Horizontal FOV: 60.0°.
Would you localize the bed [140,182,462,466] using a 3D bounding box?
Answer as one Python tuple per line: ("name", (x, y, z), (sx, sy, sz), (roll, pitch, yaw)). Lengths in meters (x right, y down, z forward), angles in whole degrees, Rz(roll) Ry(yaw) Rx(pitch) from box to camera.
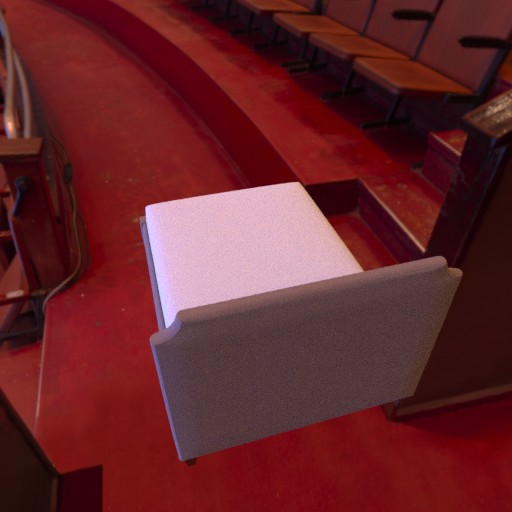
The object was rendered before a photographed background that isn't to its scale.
("bed", (0.000, 0.000, 3.479), (1.713, 1.443, 2.372), (-11, 41, -13))
